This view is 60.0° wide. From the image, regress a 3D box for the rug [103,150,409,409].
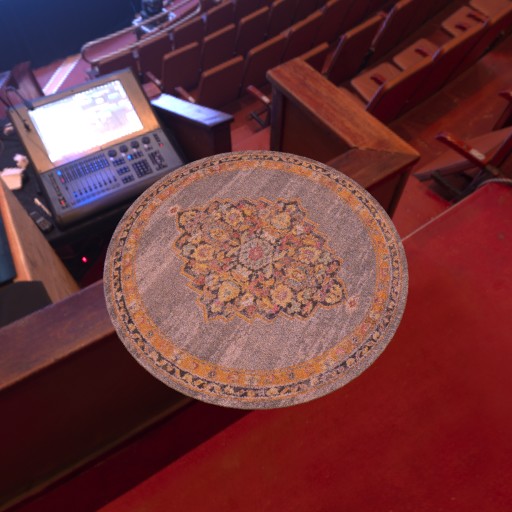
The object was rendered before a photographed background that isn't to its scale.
[{"bbox_3d":[0.000,0.000,3.521,2.382,0.014,2.382,0,57,0],"label":"rug"}]
